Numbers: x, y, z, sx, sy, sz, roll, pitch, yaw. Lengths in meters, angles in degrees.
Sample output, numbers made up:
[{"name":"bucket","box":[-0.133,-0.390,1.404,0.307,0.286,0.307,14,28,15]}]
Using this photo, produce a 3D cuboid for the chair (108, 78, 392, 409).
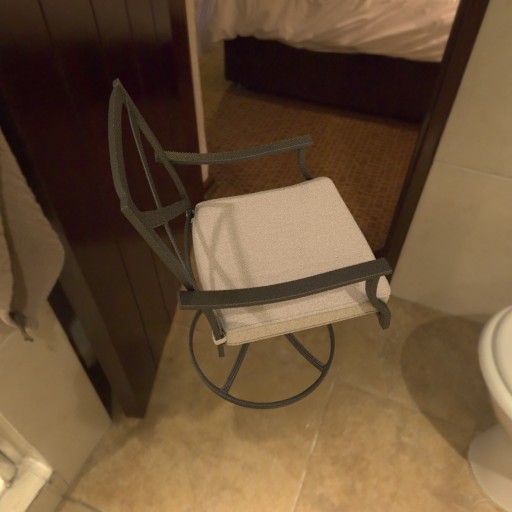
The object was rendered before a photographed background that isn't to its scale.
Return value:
[{"name":"chair","box":[0.000,0.000,1.272,0.620,0.889,0.575,-10,48,-10]}]
